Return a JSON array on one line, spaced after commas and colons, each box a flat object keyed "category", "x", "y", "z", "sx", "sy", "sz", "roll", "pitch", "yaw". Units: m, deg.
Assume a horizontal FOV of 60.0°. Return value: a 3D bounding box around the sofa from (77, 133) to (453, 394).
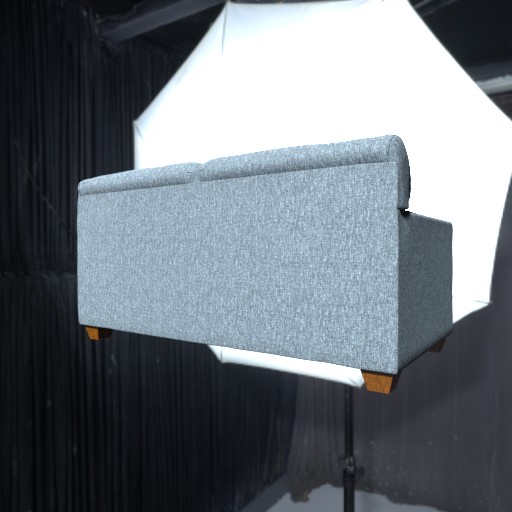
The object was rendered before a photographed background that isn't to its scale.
[{"category": "sofa", "x": 0.000, "y": 0.000, "z": 2.418, "sx": 1.846, "sy": 0.958, "sz": 0.998, "roll": 1, "pitch": 1, "yaw": 35}]
